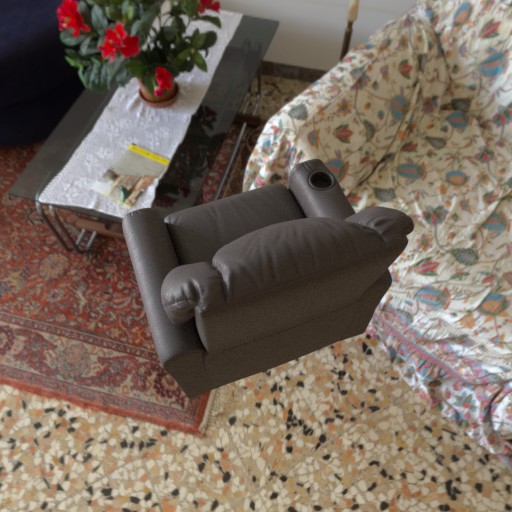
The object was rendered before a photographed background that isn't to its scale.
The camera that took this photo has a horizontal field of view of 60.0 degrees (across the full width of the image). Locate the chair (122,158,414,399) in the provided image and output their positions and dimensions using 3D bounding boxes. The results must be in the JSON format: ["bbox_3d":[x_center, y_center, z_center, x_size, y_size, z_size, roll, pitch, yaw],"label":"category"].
[{"bbox_3d":[0.000,0.000,1.144,0.610,0.709,0.521,-18,60,-11],"label":"chair"}]
